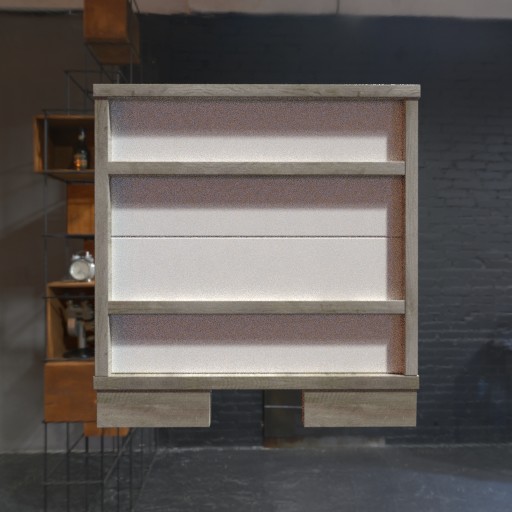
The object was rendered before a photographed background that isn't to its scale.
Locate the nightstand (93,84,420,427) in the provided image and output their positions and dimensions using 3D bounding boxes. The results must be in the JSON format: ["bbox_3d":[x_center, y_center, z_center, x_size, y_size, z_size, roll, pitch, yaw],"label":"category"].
[{"bbox_3d":[0.000,0.000,0.751,0.427,0.448,0.347,0,0,0],"label":"nightstand"}]
